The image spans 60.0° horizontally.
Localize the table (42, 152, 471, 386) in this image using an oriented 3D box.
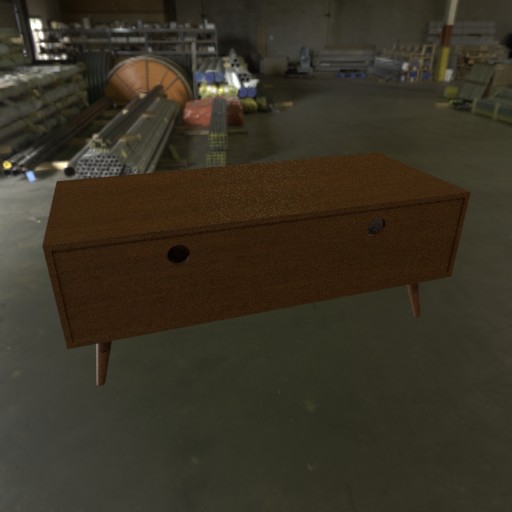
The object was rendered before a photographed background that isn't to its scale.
[{"bbox_3d":[0.000,0.000,1.410,1.119,0.464,0.490,-9,28,-16],"label":"table"}]
